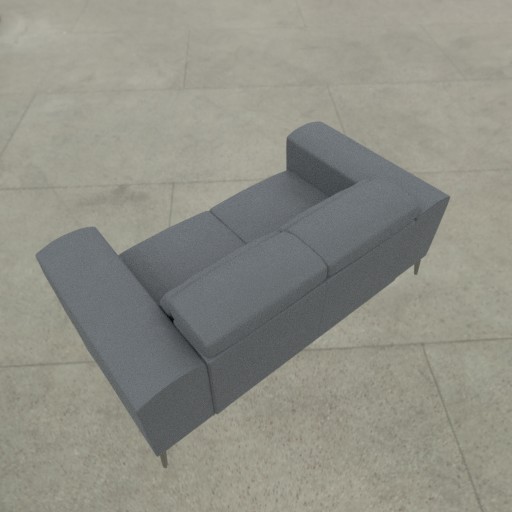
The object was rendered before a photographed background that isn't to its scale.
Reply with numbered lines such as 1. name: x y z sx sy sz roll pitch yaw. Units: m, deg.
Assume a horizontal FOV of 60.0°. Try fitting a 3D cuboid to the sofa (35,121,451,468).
1. sofa: 0.000 0.000 2.372 1.895 0.779 1.003 -31 54 -25
